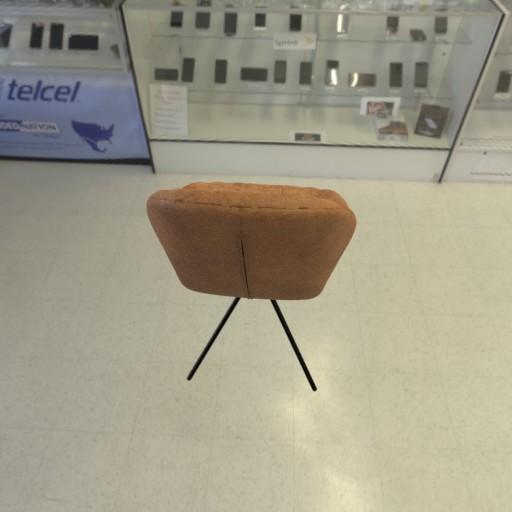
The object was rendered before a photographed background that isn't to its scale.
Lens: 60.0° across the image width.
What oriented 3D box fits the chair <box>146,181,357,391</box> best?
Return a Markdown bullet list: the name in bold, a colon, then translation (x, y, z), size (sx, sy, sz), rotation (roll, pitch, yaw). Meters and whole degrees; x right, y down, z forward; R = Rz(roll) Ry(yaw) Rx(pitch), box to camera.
- **chair**: translation (0.000, 0.000, 1.307), size (0.527, 0.929, 0.640), rotation (4, 47, 4)
